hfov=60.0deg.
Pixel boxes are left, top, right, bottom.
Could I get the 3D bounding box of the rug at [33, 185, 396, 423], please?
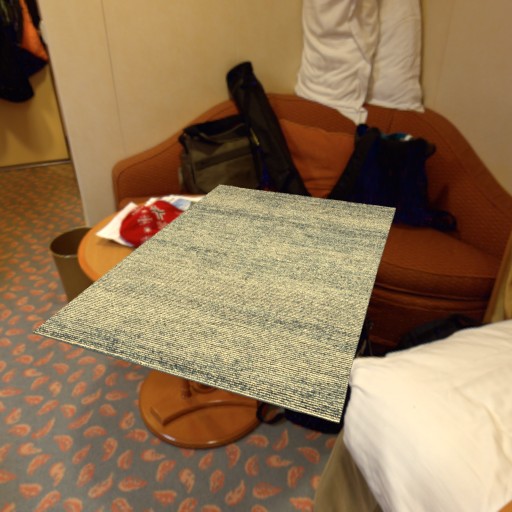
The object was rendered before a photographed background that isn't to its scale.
[{"bbox_3d":[0.000,0.000,3.017,1.624,0.030,2.349,11,31,18],"label":"rug"}]
